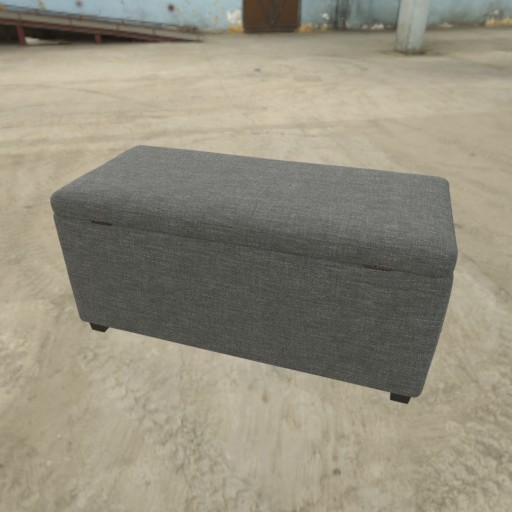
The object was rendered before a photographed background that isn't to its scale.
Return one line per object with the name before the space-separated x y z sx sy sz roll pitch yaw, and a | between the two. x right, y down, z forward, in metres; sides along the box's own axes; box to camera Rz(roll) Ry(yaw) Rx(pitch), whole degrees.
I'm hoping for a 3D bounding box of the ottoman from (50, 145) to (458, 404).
ottoman | 0.000 0.000 1.154 0.902 0.432 0.419 9 33 15
